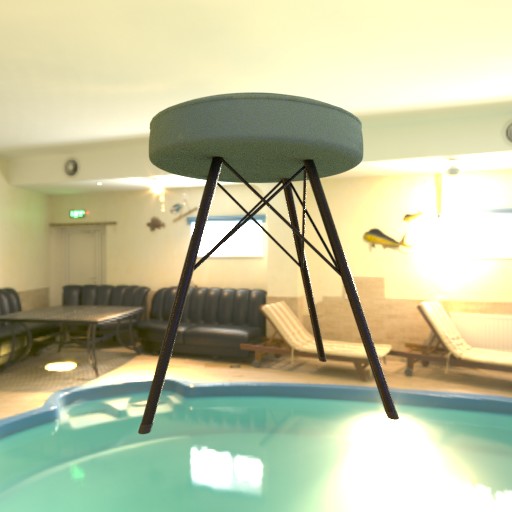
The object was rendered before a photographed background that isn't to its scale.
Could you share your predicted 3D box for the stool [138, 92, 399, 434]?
[{"bbox_3d":[0.000,0.000,0.868,0.458,0.519,0.457,0,0,0],"label":"stool"}]
